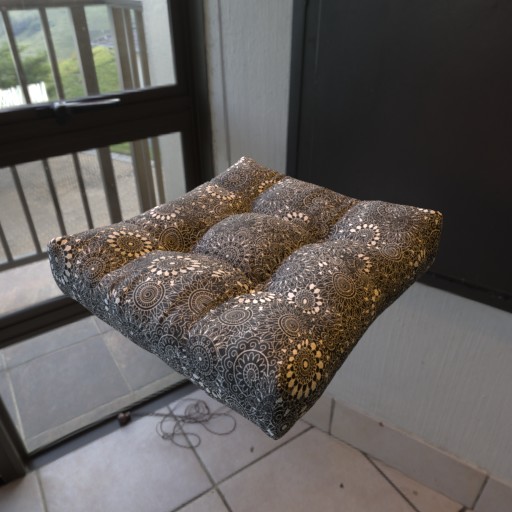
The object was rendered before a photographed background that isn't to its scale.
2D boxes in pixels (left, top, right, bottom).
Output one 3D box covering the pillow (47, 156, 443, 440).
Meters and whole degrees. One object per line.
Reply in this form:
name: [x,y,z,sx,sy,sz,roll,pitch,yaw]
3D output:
pillow: [0.000,0.000,0.741,0.468,0.128,0.490,24,40,31]
